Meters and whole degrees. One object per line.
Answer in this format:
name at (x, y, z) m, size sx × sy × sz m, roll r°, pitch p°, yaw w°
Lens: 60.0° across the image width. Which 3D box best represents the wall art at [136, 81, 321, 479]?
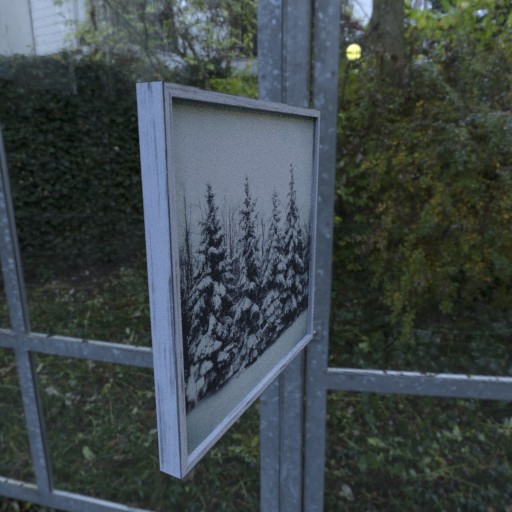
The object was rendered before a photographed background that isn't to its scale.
wall art at (0.000, 0.000, 0.763) m, size 0.038 × 0.506 × 0.506 m, roll 7°, pitch 16°, yaw 26°
